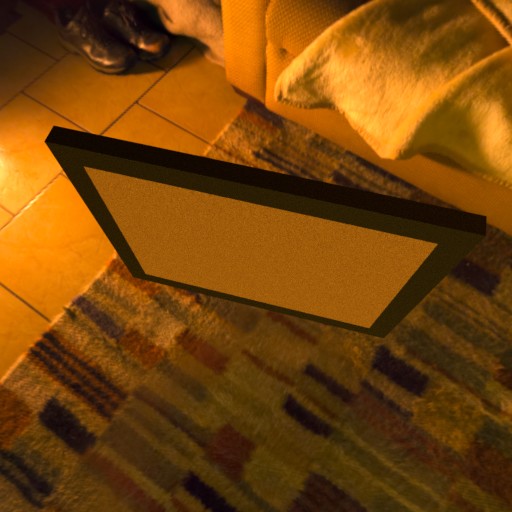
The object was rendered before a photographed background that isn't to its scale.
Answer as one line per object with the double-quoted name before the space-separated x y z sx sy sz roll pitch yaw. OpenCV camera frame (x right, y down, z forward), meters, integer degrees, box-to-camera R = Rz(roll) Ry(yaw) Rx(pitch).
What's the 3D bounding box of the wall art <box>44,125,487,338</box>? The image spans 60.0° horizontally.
"wall art" 0.000 0.000 0.759 0.561 0.460 0.028 13 65 6
